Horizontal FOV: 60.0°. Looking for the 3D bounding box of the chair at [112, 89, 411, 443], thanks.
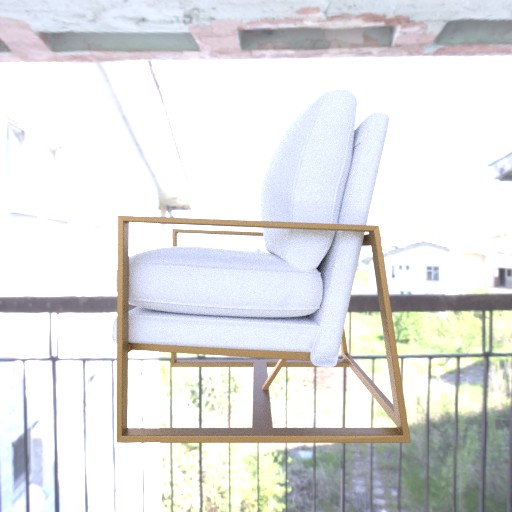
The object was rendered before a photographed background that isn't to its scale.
[{"bbox_3d":[0.000,0.000,1.552,0.813,0.966,0.805,0,1,0],"label":"chair"}]
